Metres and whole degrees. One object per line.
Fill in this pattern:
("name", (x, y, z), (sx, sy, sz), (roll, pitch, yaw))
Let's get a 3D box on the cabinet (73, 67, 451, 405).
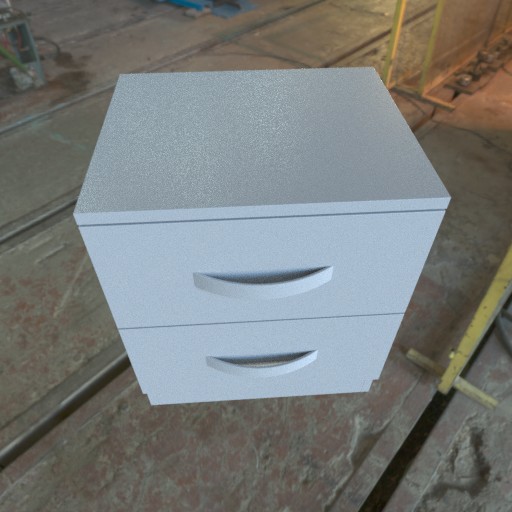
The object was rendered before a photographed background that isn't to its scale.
("cabinet", (0.000, 0.000, 0.742), (0.400, 0.470, 0.360), (-3, 46, -3))
